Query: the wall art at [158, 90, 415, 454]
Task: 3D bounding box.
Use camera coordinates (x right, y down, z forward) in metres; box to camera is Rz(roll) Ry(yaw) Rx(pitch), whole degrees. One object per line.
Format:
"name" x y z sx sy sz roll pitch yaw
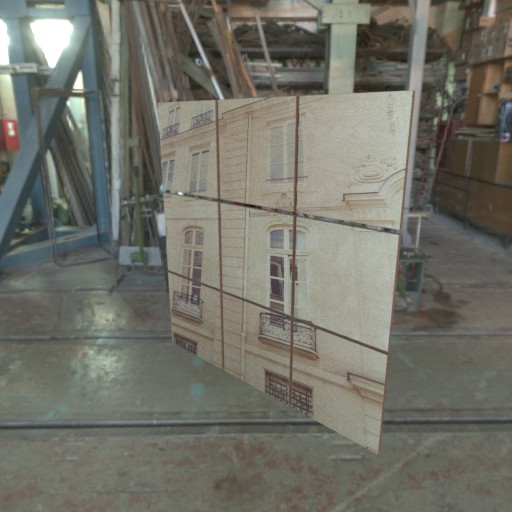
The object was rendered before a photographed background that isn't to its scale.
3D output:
"wall art" 0.000 0.000 1.814 1.221 1.218 0.024 15 23 41
